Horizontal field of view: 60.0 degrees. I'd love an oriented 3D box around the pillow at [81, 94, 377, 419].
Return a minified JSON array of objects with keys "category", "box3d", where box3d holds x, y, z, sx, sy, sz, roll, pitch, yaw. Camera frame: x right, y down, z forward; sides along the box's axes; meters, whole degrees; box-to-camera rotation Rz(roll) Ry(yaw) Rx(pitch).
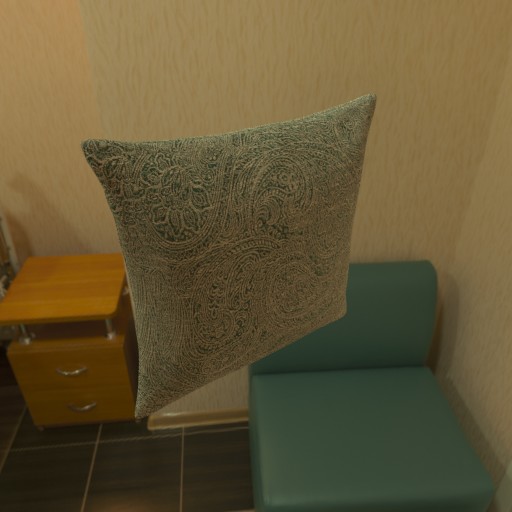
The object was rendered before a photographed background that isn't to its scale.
[{"category":"pillow","box3d":[0.000,0.000,0.797,0.526,0.507,0.166,-20,36,-30]}]
